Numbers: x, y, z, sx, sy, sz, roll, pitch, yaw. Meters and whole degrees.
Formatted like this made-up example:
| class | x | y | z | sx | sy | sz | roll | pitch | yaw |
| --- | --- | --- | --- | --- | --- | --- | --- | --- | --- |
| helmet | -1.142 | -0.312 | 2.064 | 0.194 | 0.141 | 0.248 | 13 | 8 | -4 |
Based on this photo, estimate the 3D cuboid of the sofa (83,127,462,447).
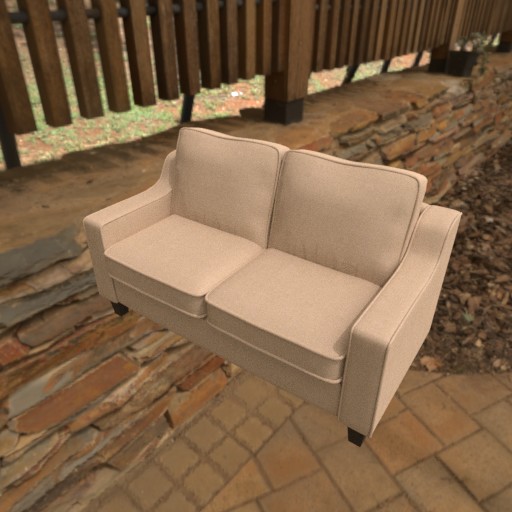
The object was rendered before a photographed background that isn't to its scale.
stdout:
| class | x | y | z | sx | sy | sz | roll | pitch | yaw |
| --- | --- | --- | --- | --- | --- | --- | --- | --- | --- |
| sofa | 0.000 | 0.000 | 3.486 | 2.587 | 1.562 | 1.351 | 20 | 36 | 30 |
